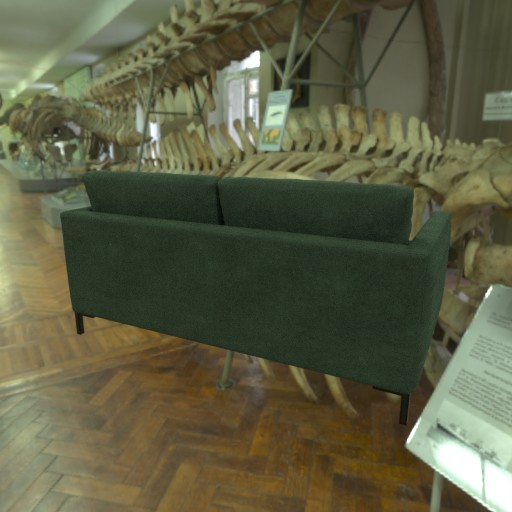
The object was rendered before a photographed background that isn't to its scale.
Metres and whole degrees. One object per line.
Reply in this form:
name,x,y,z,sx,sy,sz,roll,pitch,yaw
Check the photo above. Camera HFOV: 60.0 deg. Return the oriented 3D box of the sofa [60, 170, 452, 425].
sofa,0.000,0.000,2.146,1.676,0.817,0.875,8,17,26
